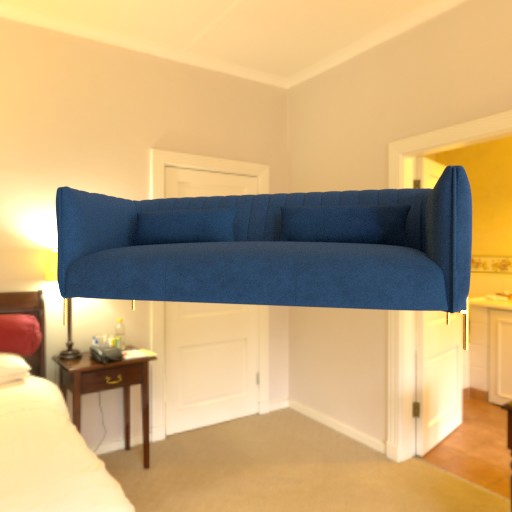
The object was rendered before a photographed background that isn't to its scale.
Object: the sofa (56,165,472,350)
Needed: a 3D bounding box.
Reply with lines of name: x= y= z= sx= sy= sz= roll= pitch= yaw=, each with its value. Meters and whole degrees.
sofa: x=0.000 y=0.000 z=2.517 sx=2.136 sy=0.793 sz=0.896 roll=0 pitch=1 yaw=18
